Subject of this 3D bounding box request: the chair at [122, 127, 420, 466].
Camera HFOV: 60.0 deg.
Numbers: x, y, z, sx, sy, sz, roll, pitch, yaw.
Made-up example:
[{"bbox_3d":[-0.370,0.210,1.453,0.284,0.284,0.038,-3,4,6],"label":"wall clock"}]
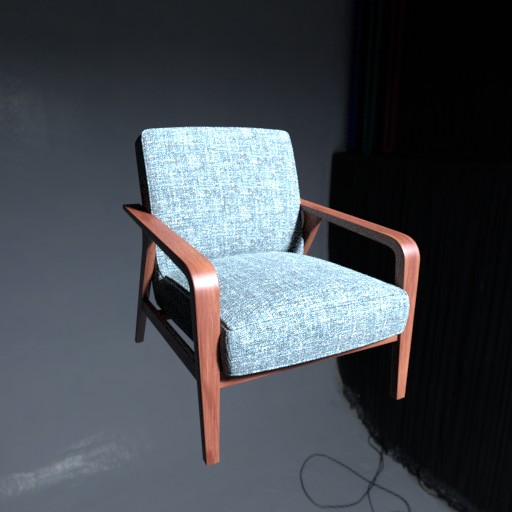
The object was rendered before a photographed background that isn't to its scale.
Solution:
[{"bbox_3d":[0.000,0.000,1.521,0.719,0.864,0.889,-7,16,-27],"label":"chair"}]
